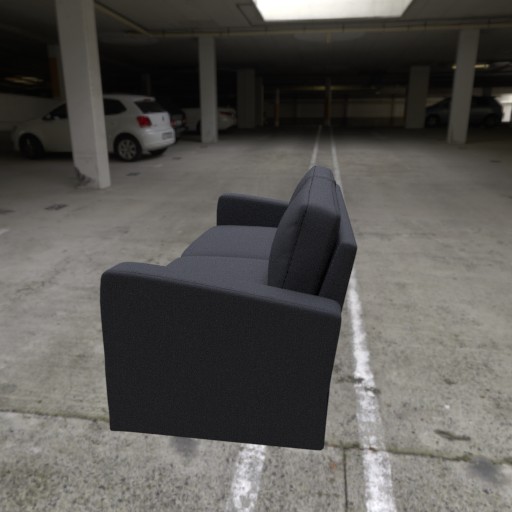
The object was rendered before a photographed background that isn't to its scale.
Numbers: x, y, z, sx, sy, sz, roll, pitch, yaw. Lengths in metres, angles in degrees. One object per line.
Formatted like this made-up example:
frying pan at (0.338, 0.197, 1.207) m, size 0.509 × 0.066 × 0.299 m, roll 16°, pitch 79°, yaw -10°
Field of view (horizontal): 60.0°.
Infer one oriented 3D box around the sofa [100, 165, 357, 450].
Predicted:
sofa at (0.000, 0.000, 2.329) m, size 0.898 × 0.839 × 1.852 m, roll 2°, pitch 16°, yaw 8°
